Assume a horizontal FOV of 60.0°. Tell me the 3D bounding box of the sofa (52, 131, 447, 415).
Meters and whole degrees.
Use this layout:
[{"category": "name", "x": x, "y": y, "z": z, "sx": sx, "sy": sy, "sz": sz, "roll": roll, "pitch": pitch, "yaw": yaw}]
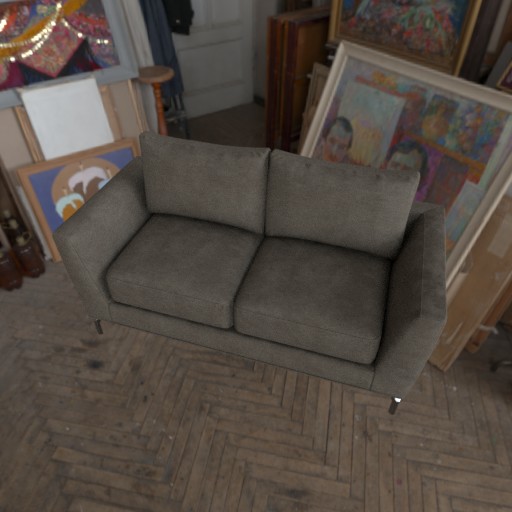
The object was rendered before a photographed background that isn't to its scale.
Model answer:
[{"category": "sofa", "x": 0.000, "y": 0.000, "z": 2.385, "sx": 1.832, "sy": 1.013, "sz": 0.855, "roll": 12, "pitch": 42, "yaw": 13}]
